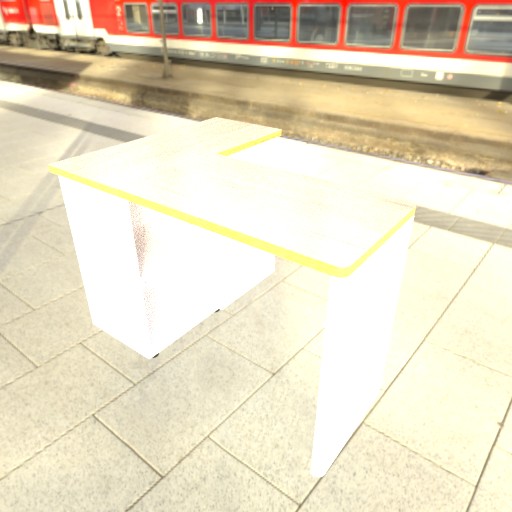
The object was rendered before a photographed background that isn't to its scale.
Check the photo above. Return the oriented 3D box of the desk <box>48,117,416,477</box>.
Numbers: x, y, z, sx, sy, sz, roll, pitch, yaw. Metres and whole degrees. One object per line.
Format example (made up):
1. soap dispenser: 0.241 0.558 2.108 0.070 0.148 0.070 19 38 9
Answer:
1. desk: 0.000 0.000 1.769 1.170 0.760 0.900 21 36 31
